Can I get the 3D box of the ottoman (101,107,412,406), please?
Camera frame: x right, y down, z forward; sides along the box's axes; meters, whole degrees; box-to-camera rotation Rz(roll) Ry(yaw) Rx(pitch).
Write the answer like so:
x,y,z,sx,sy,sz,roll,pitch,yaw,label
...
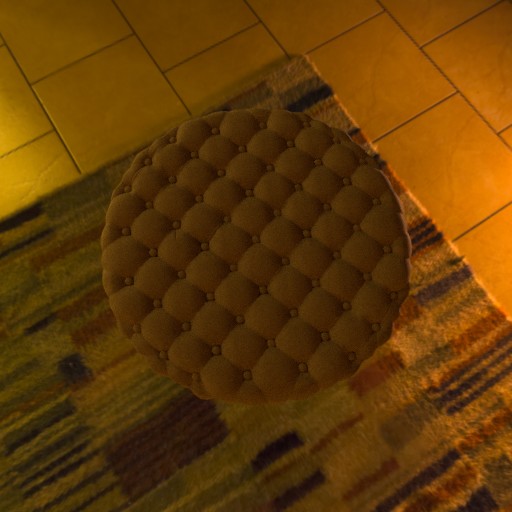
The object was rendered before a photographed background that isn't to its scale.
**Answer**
x,y,z,sx,sy,sz,roll,pitch,yaw,label
0.000,0.000,1.548,0.998,0.399,0.998,0,74,0,ottoman
